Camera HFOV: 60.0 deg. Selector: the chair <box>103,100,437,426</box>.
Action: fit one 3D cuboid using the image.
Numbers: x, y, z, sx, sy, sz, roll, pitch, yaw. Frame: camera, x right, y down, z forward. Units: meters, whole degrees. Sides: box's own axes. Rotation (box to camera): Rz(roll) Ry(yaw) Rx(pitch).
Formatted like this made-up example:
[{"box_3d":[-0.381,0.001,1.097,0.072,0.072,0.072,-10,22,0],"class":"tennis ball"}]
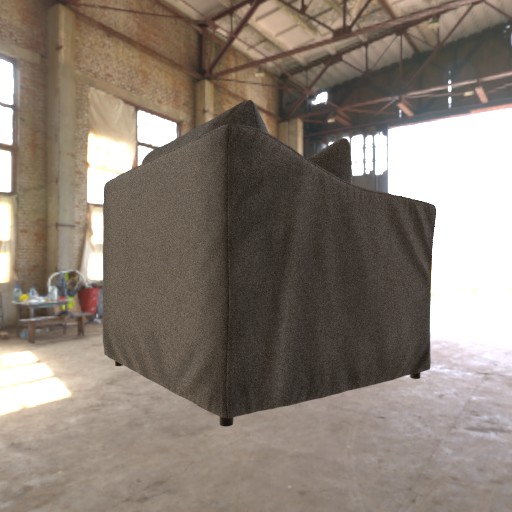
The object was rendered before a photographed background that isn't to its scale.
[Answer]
[{"box_3d":[0.000,0.000,2.040,1.071,1.059,1.194,1,-1,-36],"class":"chair"}]
